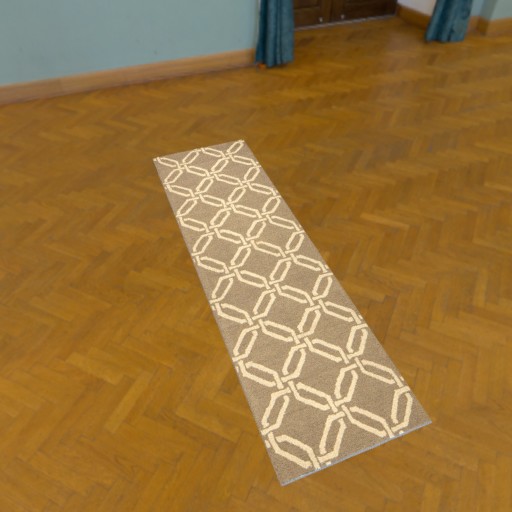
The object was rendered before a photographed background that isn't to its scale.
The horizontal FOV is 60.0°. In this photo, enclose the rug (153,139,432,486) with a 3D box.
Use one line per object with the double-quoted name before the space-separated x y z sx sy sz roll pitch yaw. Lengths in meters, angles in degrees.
"rug" 0.000 0.000 2.468 0.678 0.014 2.276 -16 49 -14
